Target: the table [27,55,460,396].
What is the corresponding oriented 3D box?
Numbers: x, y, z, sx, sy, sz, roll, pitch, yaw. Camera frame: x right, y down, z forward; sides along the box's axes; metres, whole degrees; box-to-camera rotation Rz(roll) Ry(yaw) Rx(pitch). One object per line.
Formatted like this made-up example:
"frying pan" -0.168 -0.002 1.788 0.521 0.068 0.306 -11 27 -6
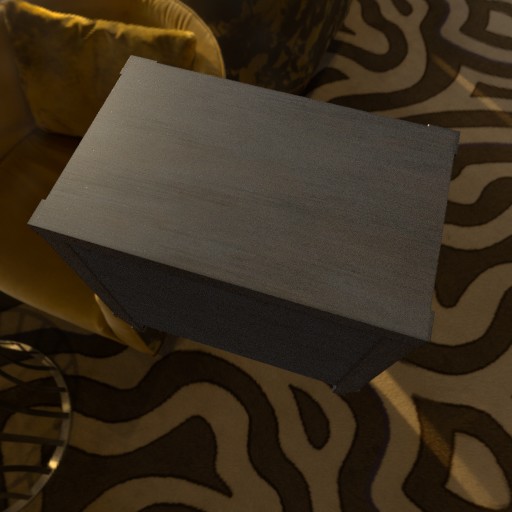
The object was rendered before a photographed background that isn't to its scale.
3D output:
"table" 0.000 0.000 1.068 0.660 0.660 0.413 16 66 7
